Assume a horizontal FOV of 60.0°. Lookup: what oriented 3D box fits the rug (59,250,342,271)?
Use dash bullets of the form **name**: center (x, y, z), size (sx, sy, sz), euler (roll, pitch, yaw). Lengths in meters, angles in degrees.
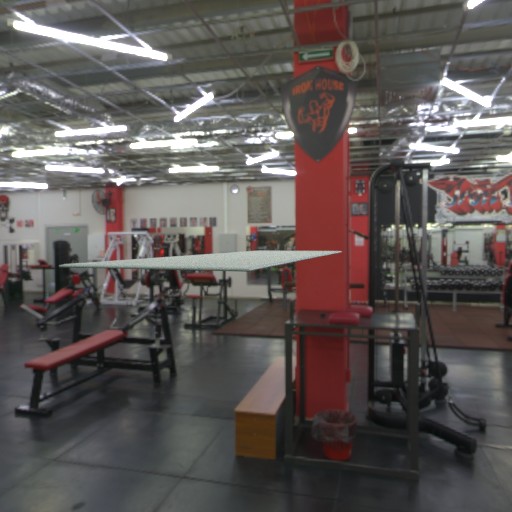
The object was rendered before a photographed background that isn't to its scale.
- **rug**: center (0.000, 0.000, 2.400), size (0.662, 0.011, 2.196), euler (1, 2, 18)
